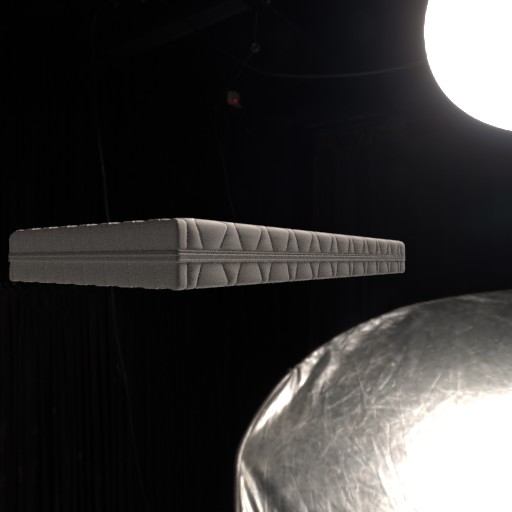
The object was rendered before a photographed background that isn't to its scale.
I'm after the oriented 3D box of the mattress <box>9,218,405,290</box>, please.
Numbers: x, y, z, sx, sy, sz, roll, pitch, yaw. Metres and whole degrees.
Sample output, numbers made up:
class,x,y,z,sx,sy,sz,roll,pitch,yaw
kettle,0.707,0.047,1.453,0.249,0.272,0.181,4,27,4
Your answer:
class,x,y,z,sx,sy,sz,roll,pitch,yaw
mattress,0.000,0.000,2.240,0.900,0.200,2.000,0,-1,35
